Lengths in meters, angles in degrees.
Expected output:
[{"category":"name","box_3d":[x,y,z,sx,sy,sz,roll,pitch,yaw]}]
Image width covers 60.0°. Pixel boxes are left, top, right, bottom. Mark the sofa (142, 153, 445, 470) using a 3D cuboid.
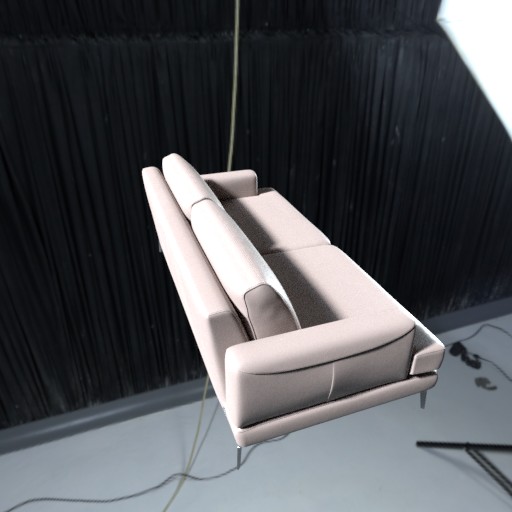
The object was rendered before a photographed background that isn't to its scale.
[{"category":"sofa","box_3d":[0.000,0.000,2.437,0.974,0.765,1.940,-10,31,-17]}]
